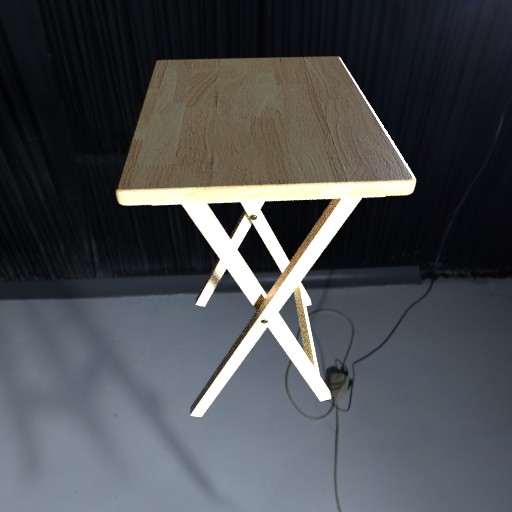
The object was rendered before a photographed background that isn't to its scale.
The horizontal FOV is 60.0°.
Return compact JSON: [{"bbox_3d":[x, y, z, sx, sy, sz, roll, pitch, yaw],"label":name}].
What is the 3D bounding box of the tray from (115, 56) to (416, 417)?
[{"bbox_3d":[0.000,0.000,0.949,0.381,0.660,0.483,-2,42,-3],"label":"tray"}]
